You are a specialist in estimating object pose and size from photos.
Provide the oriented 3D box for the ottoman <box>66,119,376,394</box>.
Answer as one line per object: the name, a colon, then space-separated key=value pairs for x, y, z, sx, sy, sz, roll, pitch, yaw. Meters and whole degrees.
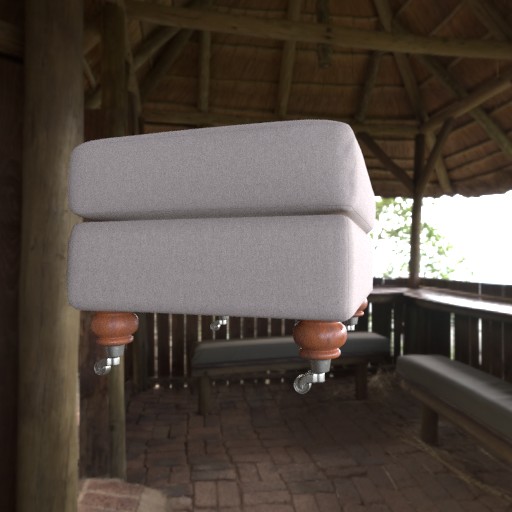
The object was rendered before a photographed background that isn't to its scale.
ottoman: x=0.000 y=0.000 z=1.135 sx=0.574 sy=0.497 sz=0.773 roll=0 pitch=-1 yaw=17
